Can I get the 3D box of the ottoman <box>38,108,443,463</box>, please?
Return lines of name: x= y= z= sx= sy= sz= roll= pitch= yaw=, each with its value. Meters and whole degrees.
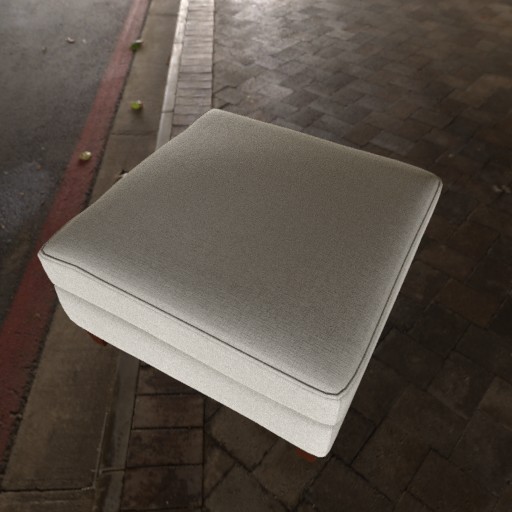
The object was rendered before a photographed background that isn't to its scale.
ottoman: x=0.000 y=0.000 z=1.335 sx=0.838 sy=0.478 sz=0.838 roll=22 pitch=51 yaw=19
